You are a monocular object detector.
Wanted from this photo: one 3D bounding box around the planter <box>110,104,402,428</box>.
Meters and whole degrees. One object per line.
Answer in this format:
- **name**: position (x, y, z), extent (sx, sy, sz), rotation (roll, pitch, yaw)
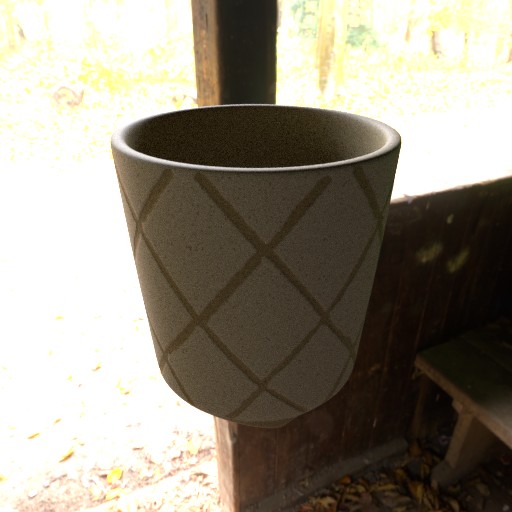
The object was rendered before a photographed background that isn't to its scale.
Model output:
- **planter**: position (0.000, 0.000, 0.414), extent (0.228, 0.235, 0.228), rotation (0, 28, 0)
